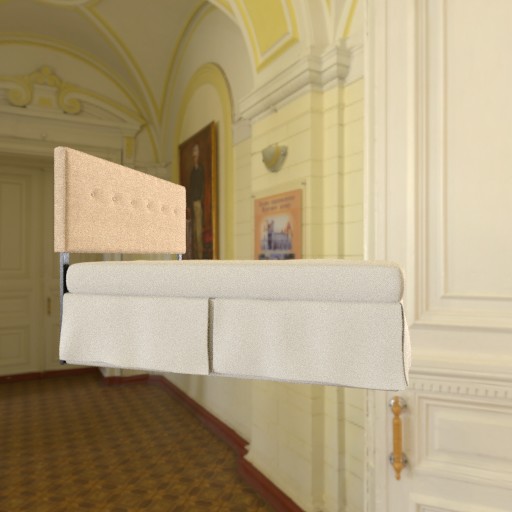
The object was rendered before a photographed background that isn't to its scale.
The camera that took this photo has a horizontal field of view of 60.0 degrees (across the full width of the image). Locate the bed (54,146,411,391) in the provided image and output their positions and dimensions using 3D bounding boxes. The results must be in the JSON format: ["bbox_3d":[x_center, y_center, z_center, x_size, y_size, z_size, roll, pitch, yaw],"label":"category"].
[{"bbox_3d":[0.000,0.000,3.039,1.978,1.270,1.643,0,0,17],"label":"bed"}]
